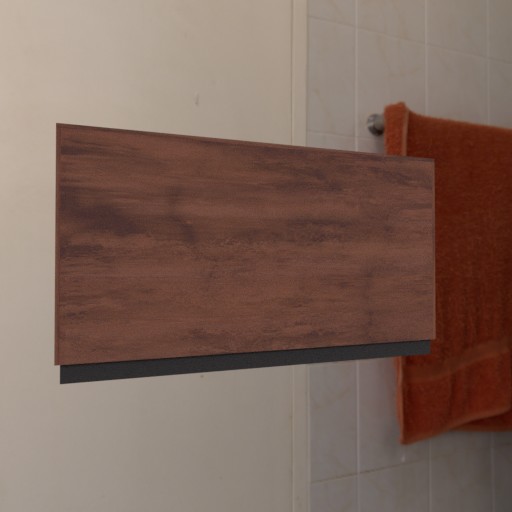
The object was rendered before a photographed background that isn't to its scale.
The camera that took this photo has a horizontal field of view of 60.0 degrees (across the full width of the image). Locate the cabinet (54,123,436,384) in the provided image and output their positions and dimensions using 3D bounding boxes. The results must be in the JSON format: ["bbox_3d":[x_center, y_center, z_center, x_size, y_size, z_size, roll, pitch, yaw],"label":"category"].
[{"bbox_3d":[0.000,0.000,1.976,1.600,0.900,0.420,0,-1,-19],"label":"cabinet"}]
